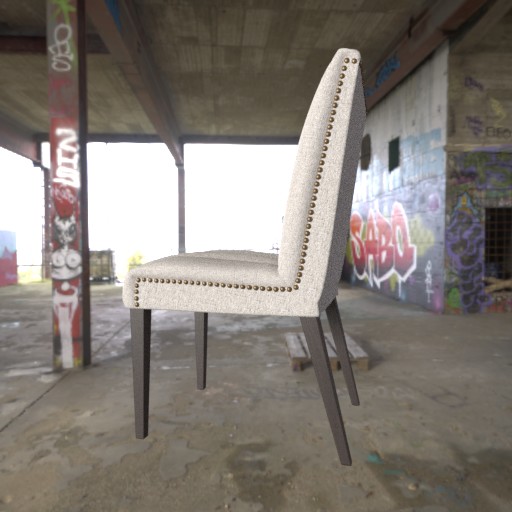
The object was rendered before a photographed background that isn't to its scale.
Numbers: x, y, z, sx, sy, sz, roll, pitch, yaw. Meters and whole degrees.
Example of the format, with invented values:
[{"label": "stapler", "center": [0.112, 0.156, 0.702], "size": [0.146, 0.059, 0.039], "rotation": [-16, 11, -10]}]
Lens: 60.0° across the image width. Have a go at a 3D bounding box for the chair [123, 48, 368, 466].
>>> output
[{"label": "chair", "center": [0.000, 0.000, 1.362], "size": [0.647, 1.016, 0.511], "rotation": [1, 2, 16]}]
